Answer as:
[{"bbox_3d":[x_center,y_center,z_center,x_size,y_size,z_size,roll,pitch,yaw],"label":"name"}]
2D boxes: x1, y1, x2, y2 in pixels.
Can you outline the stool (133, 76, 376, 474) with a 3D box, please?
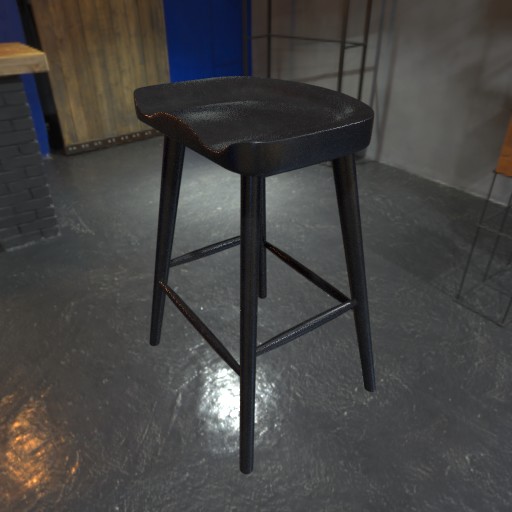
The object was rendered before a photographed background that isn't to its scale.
[{"bbox_3d":[0.000,0.000,0.895,0.361,0.615,0.440,-21,38,-29],"label":"stool"}]
